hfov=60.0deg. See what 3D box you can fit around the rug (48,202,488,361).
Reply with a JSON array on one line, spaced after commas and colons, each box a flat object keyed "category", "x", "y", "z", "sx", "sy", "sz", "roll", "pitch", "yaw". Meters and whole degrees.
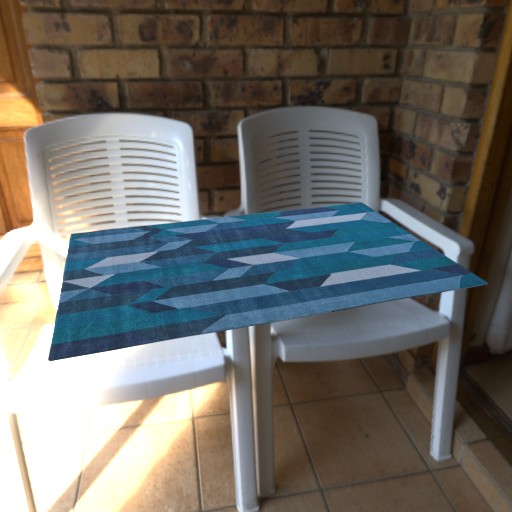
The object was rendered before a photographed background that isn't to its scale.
[{"category": "rug", "x": 0.000, "y": 0.000, "z": 2.963, "sx": 2.420, "sy": 0.005, "sz": 1.528, "roll": -8, "pitch": 27, "yaw": -15}]
